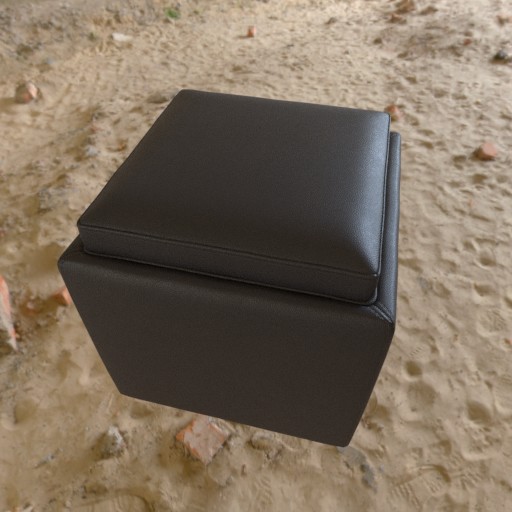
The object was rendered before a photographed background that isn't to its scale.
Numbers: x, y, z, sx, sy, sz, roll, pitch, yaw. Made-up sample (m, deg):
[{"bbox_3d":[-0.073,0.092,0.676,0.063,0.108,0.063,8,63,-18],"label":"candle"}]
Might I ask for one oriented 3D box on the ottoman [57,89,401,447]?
[{"bbox_3d":[0.000,0.000,0.798,0.450,0.460,0.451,10,47,9],"label":"ottoman"}]
